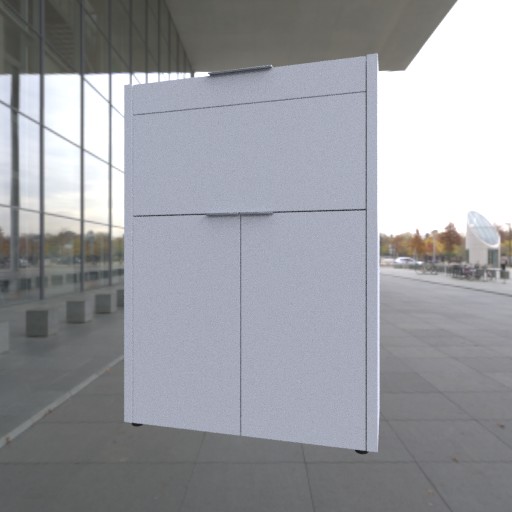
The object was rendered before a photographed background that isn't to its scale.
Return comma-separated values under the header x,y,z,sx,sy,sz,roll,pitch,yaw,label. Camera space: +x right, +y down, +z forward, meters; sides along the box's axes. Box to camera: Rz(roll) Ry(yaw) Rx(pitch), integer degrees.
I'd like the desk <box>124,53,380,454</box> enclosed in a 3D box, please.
x,y,z,sx,sy,sz,roll,pitch,yaw,label
0.000,0.000,1.594,0.850,1.190,0.390,0,0,16,desk
